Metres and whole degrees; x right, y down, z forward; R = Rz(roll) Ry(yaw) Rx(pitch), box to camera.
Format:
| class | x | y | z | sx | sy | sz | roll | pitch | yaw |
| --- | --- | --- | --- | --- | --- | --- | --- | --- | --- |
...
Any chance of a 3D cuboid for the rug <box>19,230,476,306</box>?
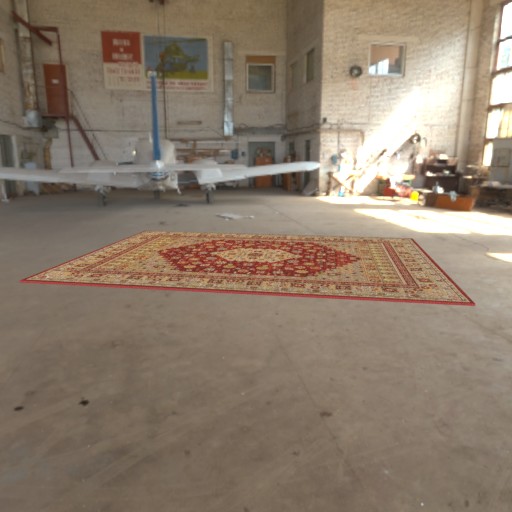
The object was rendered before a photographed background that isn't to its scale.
| class | x | y | z | sx | sy | sz | roll | pitch | yaw |
| --- | --- | --- | --- | --- | --- | --- | --- | --- | --- |
| rug | 0.000 | 0.000 | 2.876 | 2.211 | 0.013 | 1.593 | 2 | 13 | 9 |
